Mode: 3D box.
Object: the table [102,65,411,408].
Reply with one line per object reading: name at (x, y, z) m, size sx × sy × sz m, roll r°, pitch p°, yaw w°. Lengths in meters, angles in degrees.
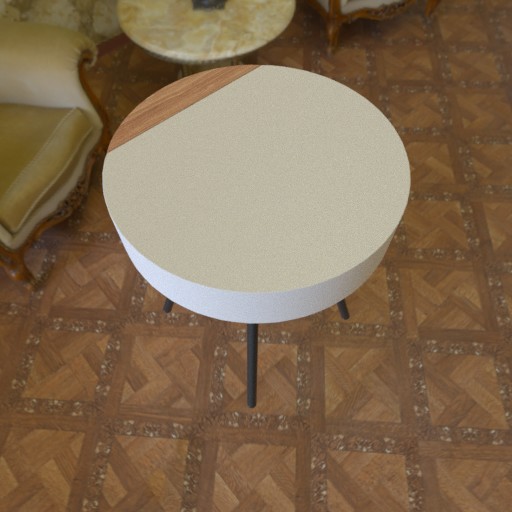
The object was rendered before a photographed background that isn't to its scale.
table at (0.000, 0.000, 0.854) m, size 0.450 × 0.525 × 0.450 m, roll 0°, pitch 58°, yaw 0°
